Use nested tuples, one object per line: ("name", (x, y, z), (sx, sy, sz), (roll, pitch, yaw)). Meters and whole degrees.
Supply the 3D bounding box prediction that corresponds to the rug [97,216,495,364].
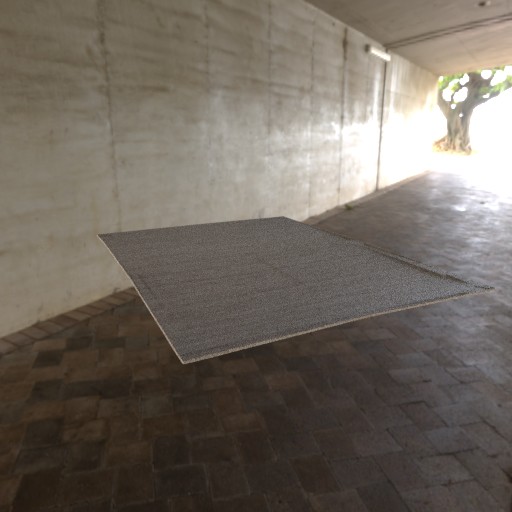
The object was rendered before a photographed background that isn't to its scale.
("rug", (0.000, 0.000, 4.905), (2.873, 0.053, 3.778), (-8, 18, -25))
